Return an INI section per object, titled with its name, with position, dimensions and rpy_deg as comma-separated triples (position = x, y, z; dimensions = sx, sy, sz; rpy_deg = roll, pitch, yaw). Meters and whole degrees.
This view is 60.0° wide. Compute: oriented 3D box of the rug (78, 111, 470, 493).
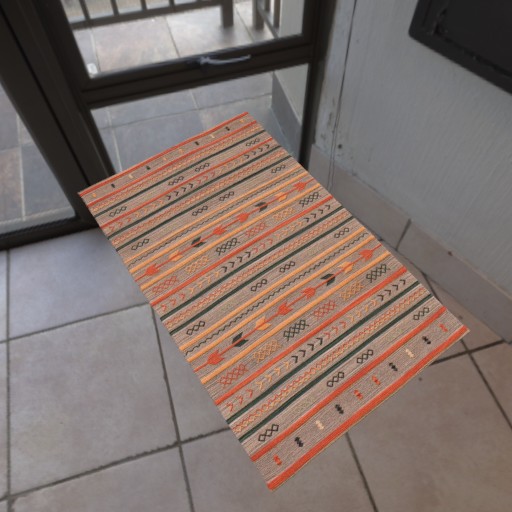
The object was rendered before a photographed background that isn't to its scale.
[rug]
position = 0.000, 0.000, 3.033
dimensions = 1.537, 0.029, 2.439
rpy_deg = -31, 64, -17
